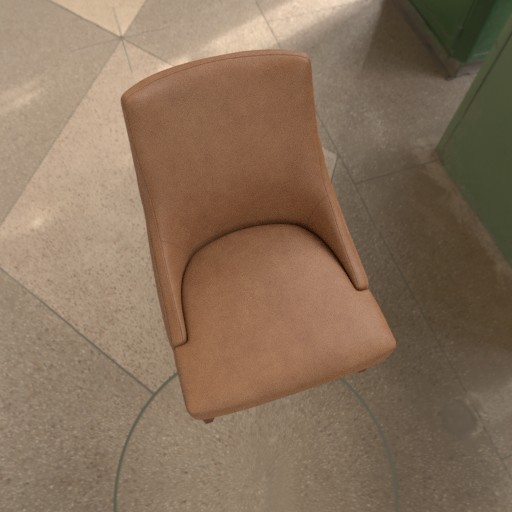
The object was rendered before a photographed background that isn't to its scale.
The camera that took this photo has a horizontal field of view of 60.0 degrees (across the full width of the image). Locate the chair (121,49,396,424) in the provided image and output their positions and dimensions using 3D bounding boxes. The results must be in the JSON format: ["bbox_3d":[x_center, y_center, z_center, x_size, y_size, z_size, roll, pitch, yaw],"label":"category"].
[{"bbox_3d":[0.000,0.000,1.466,0.701,0.909,0.861,-16,64,-8],"label":"chair"}]
